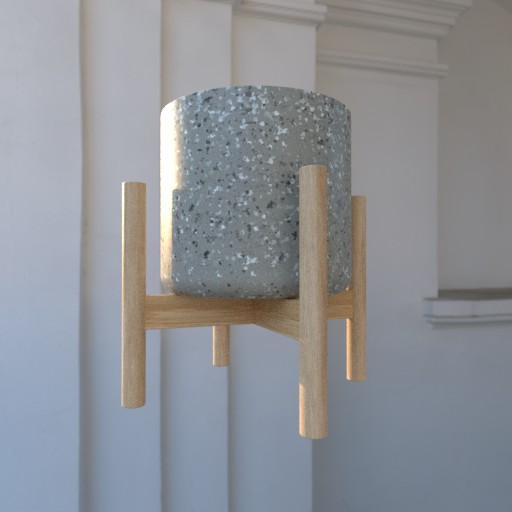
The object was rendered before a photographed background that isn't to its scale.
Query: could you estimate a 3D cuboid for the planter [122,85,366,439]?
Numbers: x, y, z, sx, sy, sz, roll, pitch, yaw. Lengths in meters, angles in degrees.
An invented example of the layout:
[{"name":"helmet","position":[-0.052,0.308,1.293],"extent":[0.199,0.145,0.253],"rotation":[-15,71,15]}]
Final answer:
[{"name":"planter","position":[0.000,0.000,0.528],"extent":[0.284,0.320,0.284],"rotation":[0,-1,1]}]
